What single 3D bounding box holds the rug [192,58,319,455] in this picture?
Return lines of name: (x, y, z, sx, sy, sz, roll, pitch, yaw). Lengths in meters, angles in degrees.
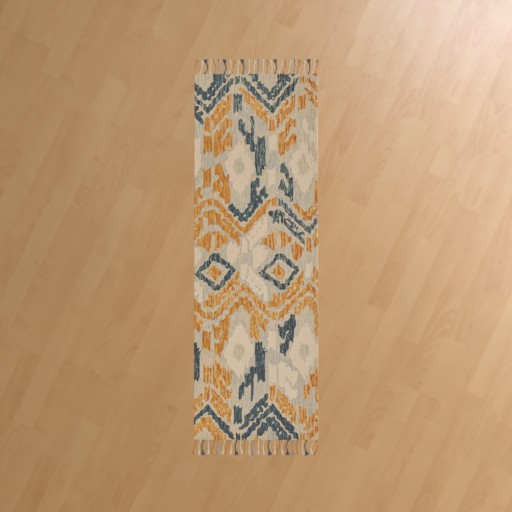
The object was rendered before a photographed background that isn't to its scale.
rug: (0.000, 0.000, 2.721, 0.783, 0.010, 2.437, 0, 89, 0)
